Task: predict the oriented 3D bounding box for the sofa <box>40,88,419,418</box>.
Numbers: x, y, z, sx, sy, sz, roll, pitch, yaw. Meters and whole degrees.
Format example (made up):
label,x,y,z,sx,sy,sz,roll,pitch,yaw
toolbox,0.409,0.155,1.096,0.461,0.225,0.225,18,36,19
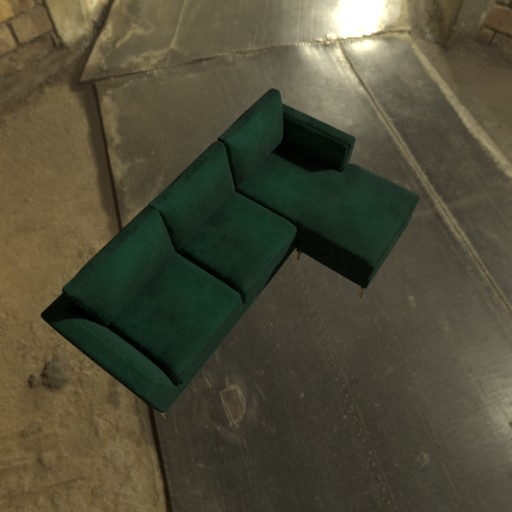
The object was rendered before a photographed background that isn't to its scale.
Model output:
label,x,y,z,sx,sy,sz,roll,pitch,yaw
sofa,0.000,0.000,3.164,1.489,1.007,2.441,31,63,18
